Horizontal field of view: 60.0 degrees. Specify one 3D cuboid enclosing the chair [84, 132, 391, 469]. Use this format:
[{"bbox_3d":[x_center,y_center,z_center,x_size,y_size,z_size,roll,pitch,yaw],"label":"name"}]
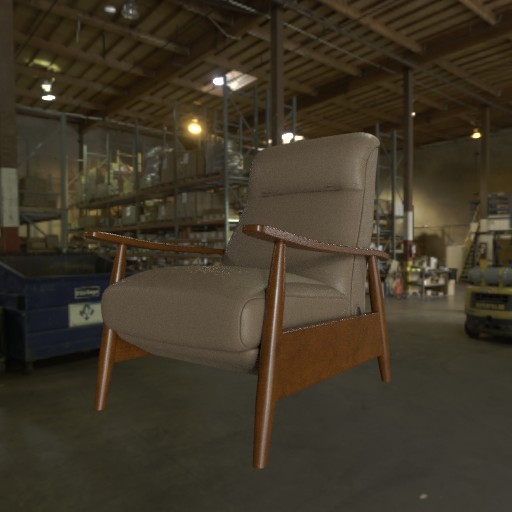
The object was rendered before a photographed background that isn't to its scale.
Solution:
[{"bbox_3d":[0.000,0.000,1.733,0.762,1.082,1.014,1,1,36],"label":"chair"}]
